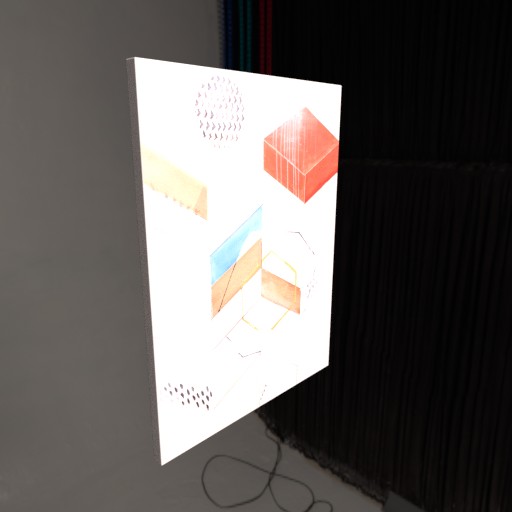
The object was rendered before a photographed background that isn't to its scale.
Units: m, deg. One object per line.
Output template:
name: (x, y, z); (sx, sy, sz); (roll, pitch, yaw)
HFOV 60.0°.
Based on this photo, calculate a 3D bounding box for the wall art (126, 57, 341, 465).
wall art: (0.000, 0.000, 1.602); (0.046, 1.221, 0.914); (14, 21, 43)
